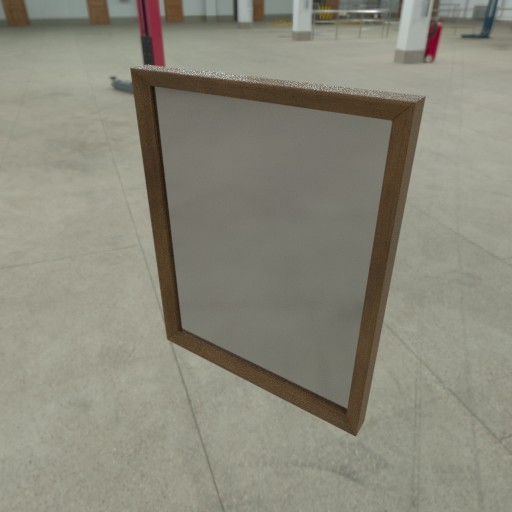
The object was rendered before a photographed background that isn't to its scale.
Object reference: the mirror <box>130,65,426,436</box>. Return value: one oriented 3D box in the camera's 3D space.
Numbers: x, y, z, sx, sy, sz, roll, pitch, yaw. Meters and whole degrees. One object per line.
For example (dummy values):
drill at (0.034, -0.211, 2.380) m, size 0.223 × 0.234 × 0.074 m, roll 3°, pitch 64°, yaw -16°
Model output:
mirror at (0.000, 0.000, 0.678) m, size 0.406 × 0.509 × 0.041 m, roll 19°, pitch 36°, yaw 29°
